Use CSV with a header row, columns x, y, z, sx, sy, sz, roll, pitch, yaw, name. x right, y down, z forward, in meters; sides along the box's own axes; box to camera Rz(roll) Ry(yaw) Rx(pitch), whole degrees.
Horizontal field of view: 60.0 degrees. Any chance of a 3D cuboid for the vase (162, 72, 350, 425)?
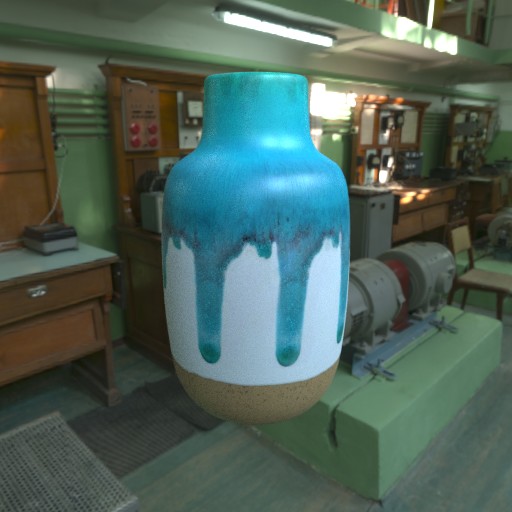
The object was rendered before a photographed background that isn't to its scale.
x,y,z,sx,sy,sz,roll,pitch,yaw,name
0.000,0.000,0.255,0.106,0.192,0.106,0,16,0,vase
